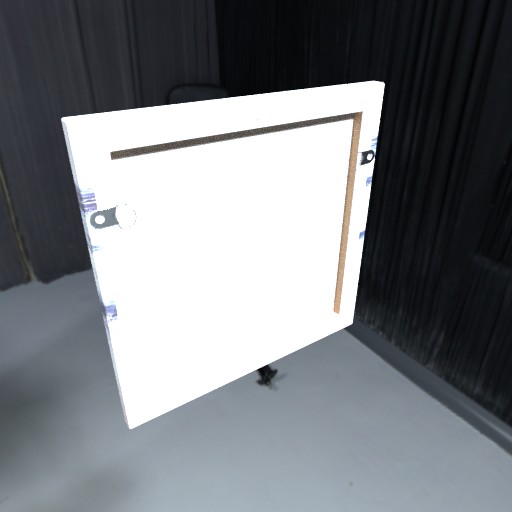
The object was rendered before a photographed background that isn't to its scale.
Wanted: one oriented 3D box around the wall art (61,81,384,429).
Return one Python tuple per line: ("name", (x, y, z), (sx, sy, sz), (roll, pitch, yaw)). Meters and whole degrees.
("wall art", (0.000, 0.000, 1.095), (0.755, 0.747, 0.065), (-18, 34, -29))
